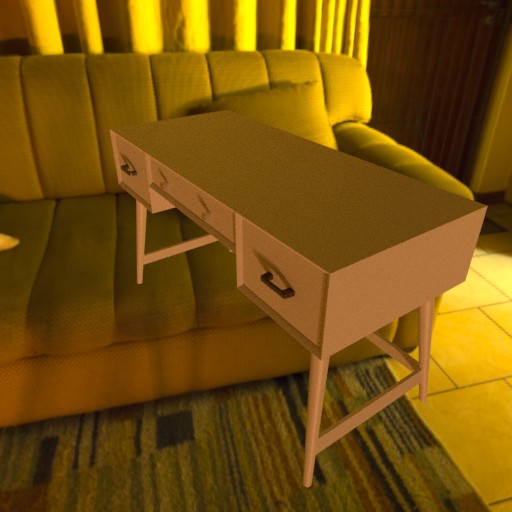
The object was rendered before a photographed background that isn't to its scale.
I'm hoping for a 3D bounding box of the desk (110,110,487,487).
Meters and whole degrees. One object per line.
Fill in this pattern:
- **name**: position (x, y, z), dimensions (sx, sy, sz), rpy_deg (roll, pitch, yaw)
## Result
- **desk**: position (0.000, 0.000, 1.695), dimensions (0.589, 0.762, 1.313), rpy_deg (-20, 37, -29)
